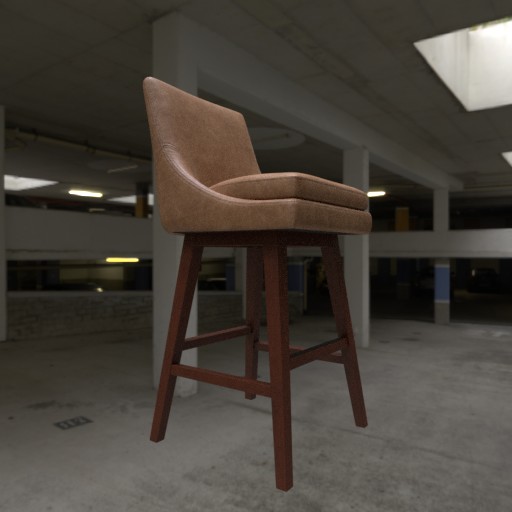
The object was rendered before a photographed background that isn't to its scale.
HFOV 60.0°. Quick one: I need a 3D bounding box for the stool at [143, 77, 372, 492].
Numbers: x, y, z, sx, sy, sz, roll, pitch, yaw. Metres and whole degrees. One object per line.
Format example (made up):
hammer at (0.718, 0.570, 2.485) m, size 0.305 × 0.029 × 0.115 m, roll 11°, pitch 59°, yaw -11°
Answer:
stool at (0.000, 0.000, 1.364) m, size 0.572 × 1.079 × 0.487 m, roll 0°, pitch 1°, yaw 36°
